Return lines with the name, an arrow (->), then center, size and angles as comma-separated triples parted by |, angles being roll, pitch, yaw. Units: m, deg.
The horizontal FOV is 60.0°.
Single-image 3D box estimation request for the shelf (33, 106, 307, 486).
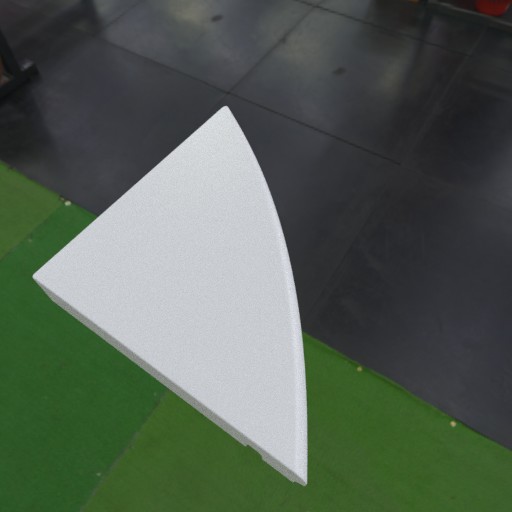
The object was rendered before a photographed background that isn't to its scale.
shelf -> 0.000, 0.000, 0.466 | 0.310, 0.050, 0.310 | 31, 63, 18
